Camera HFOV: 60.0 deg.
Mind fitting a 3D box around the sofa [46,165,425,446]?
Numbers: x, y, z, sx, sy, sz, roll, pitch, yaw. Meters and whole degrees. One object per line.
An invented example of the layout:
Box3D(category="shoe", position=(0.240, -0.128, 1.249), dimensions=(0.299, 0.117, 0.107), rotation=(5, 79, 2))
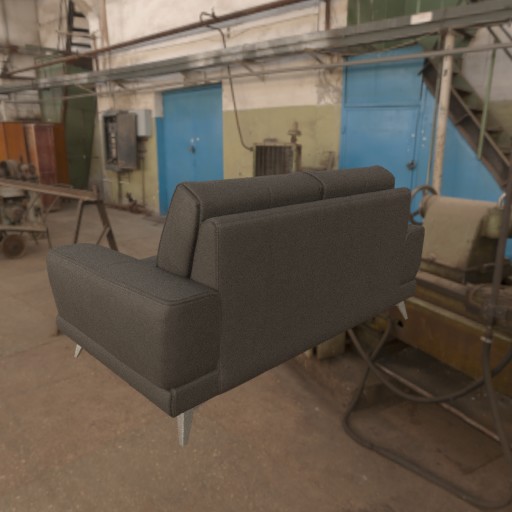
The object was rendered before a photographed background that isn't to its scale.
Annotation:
Box3D(category="sofa", position=(0.000, 0.000, 2.322), dimensions=(1.806, 0.907, 1.018), rotation=(-14, 21, -42))
